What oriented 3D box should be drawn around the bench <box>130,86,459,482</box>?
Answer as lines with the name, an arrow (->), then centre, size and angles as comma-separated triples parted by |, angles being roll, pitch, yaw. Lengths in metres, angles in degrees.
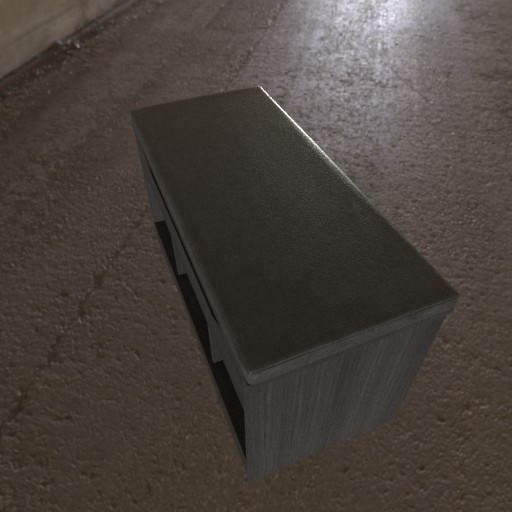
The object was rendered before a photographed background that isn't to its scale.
bench -> 0.000, 0.000, 1.183 | 0.401, 0.501, 0.905 | -16, 48, -16
